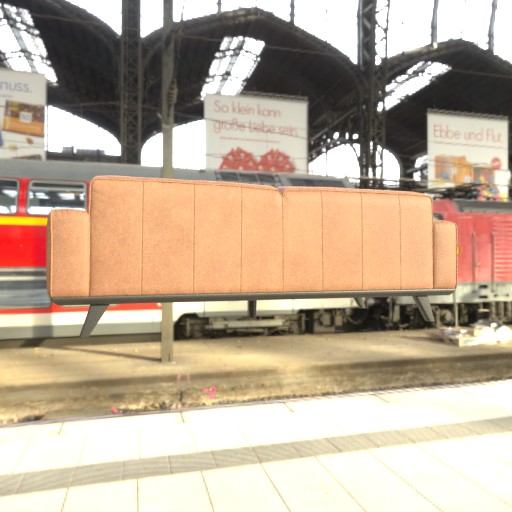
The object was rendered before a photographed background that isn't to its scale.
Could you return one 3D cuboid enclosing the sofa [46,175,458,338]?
[{"bbox_3d":[0.000,0.000,2.741,2.270,0.780,0.953,0,-1,-17],"label":"sofa"}]
